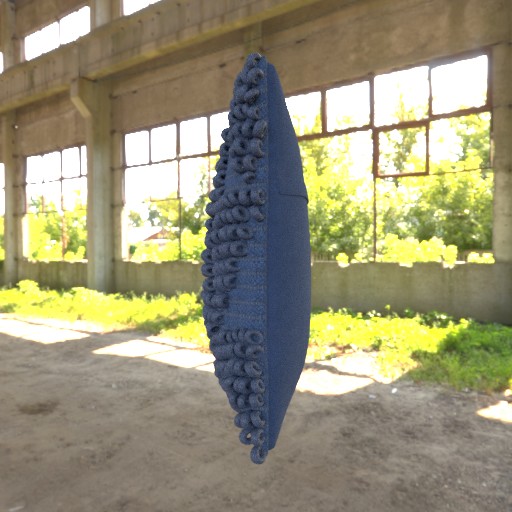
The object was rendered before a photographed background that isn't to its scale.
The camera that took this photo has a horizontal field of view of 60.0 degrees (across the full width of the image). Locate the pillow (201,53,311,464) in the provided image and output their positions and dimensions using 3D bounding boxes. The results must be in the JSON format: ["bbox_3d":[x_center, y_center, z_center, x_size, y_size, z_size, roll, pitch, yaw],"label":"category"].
[{"bbox_3d":[0.000,0.000,0.718,0.172,0.466,0.469,0,1,0],"label":"pillow"}]
